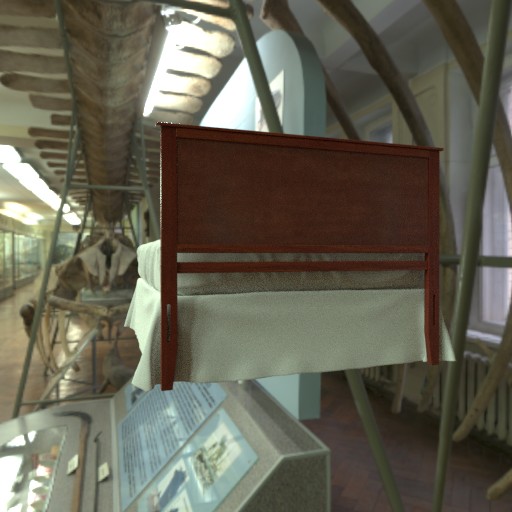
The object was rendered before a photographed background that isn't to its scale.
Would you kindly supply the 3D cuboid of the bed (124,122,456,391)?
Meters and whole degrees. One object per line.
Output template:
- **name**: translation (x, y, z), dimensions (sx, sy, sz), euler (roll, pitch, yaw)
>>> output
- **bed**: translation (0.000, 0.000, 3.300), dimensions (1.870, 1.270, 2.050), euler (0, 0, -18)
